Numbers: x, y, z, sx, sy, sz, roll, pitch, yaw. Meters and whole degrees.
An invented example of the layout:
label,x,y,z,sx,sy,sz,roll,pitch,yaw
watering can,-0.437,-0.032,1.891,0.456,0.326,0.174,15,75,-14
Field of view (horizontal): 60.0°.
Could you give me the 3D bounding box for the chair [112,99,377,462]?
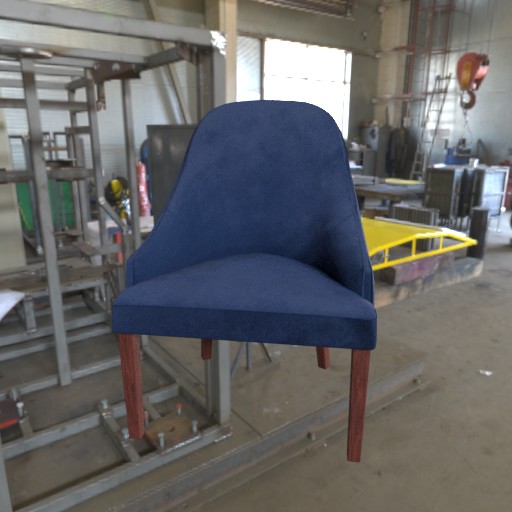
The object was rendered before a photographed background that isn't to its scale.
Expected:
label,x,y,z,sx,sy,sz,roll,pitch,yaw
chair,0.000,0.000,1.278,0.643,0.889,0.575,2,16,8
